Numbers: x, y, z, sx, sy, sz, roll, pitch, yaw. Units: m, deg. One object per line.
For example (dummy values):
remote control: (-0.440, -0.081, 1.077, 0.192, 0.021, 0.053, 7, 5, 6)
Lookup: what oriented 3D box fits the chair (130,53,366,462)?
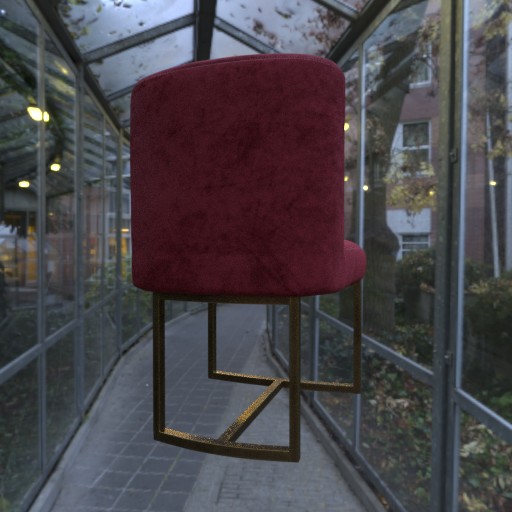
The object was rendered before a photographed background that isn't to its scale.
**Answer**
chair: (0.000, 0.000, 1.161, 0.530, 0.824, 0.560, 0, 1, 19)
